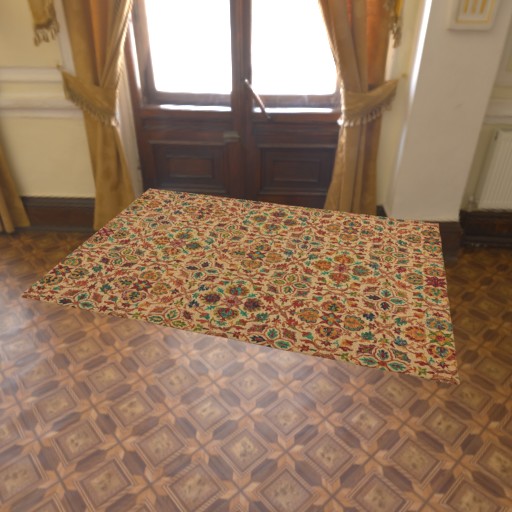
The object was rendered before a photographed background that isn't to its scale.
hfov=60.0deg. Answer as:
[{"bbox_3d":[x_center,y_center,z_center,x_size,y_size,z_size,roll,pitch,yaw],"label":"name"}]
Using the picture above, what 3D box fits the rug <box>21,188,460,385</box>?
[{"bbox_3d":[0.000,0.000,2.829,2.297,0.018,1.541,9,33,13],"label":"rug"}]
